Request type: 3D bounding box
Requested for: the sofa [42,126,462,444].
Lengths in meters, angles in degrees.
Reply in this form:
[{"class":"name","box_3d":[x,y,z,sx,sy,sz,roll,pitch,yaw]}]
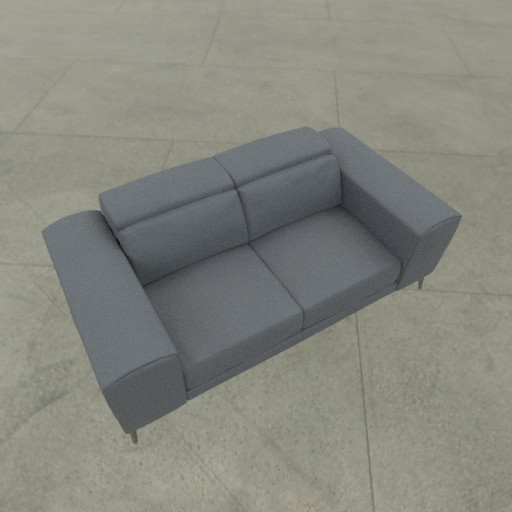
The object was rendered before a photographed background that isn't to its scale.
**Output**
[{"class":"sofa","box_3d":[0.000,0.000,2.371,1.895,0.779,1.003,-23,51,-21]}]
